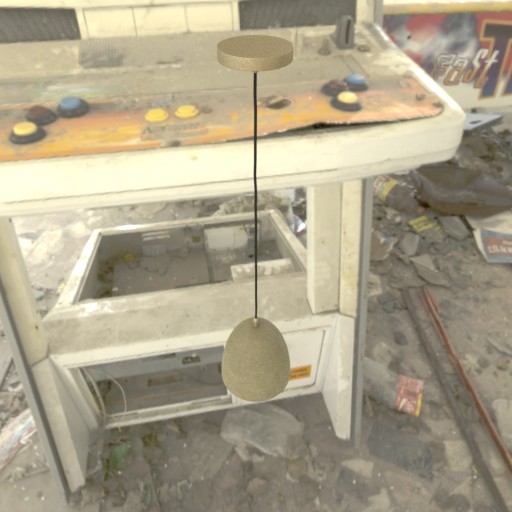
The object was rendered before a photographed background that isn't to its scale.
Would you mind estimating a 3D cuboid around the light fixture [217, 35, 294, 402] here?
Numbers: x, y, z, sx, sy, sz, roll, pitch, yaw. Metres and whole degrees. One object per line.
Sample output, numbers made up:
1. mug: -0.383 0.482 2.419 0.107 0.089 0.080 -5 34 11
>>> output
1. light fixture: 0.000 0.000 0.853 0.170 0.759 0.170 11 42 12
